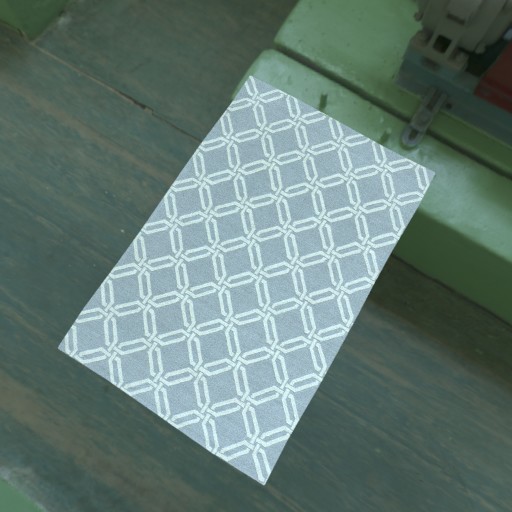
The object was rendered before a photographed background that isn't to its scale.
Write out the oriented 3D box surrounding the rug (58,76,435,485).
[{"bbox_3d":[0.000,0.000,2.201,1.148,0.010,1.754,30,77,8],"label":"rug"}]
